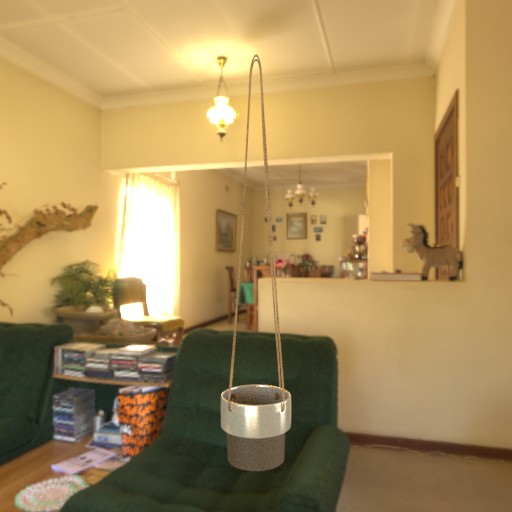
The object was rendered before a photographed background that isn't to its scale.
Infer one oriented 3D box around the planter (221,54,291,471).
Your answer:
[{"bbox_3d":[0.000,0.000,1.182,0.187,1.073,0.187,0,-1,-1],"label":"planter"}]
